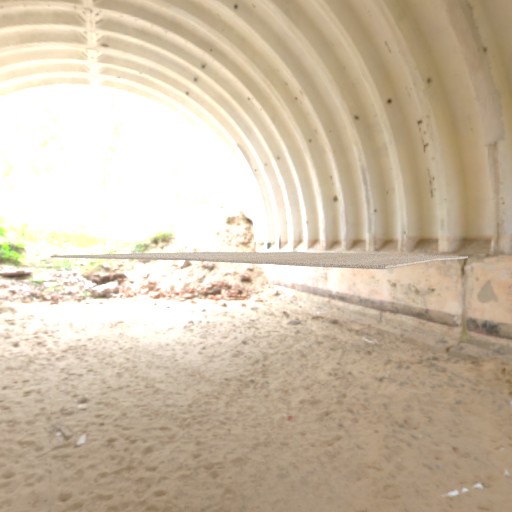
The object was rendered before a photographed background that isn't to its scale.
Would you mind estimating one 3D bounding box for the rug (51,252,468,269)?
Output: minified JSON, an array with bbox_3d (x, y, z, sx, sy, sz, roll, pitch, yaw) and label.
[{"bbox_3d":[0.000,0.000,2.973,2.346,0.029,1.574,1,2,36],"label":"rug"}]
